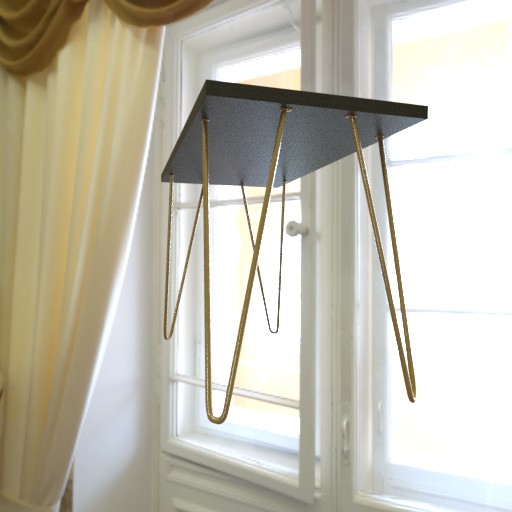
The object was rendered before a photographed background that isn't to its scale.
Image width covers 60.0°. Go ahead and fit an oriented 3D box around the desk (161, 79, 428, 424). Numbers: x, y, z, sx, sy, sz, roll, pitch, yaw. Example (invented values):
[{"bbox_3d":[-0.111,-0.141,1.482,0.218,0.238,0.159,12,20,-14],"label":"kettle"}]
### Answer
[{"bbox_3d":[0.000,0.000,1.383,0.499,0.660,0.991,0,0,-17],"label":"desk"}]
